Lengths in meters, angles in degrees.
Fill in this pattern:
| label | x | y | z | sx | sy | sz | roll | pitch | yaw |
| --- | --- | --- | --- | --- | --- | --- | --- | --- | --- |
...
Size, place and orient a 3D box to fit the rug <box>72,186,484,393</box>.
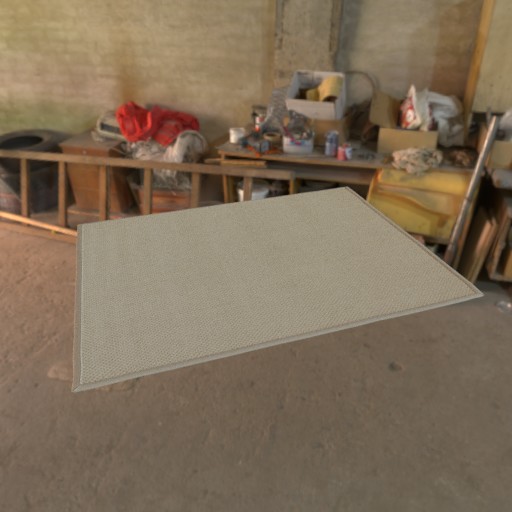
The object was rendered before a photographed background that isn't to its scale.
| label | x | y | z | sx | sy | sz | roll | pitch | yaw |
| --- | --- | --- | --- | --- | --- | --- | --- | --- | --- |
| rug | 0.000 | 0.000 | 2.688 | 2.081 | 0.020 | 1.525 | -10 | 33 | -15 |
